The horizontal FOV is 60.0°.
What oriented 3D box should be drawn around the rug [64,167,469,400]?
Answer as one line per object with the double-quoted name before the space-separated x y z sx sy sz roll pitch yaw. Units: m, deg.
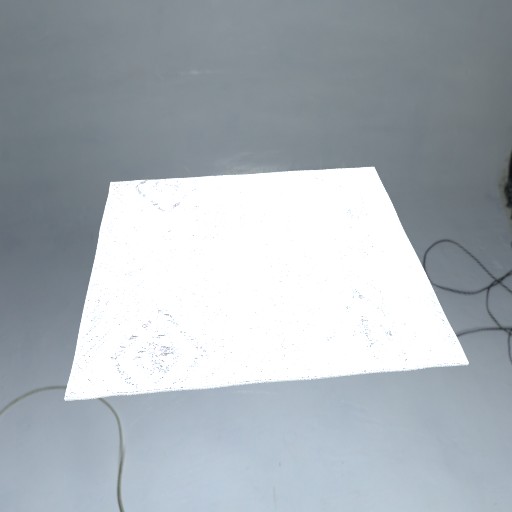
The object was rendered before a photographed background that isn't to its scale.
"rug" 0.000 0.000 0.881 0.639 0.006 0.548 -4 46 -4
